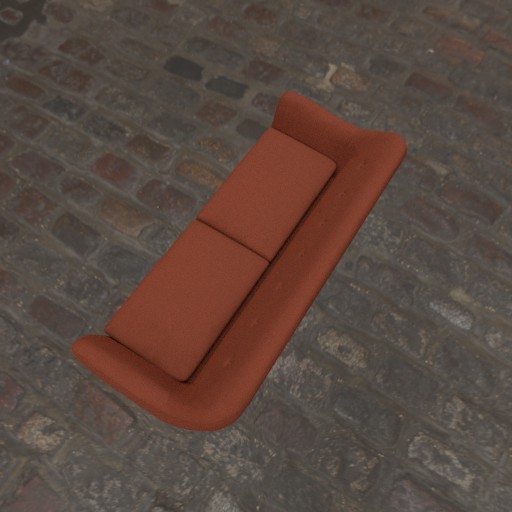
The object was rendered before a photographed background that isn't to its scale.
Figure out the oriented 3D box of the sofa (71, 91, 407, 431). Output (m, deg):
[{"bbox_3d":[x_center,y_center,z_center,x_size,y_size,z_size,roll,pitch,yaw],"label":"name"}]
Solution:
[{"bbox_3d":[0.000,0.000,2.331,0.820,0.836,1.840,31,68,14],"label":"sofa"}]
